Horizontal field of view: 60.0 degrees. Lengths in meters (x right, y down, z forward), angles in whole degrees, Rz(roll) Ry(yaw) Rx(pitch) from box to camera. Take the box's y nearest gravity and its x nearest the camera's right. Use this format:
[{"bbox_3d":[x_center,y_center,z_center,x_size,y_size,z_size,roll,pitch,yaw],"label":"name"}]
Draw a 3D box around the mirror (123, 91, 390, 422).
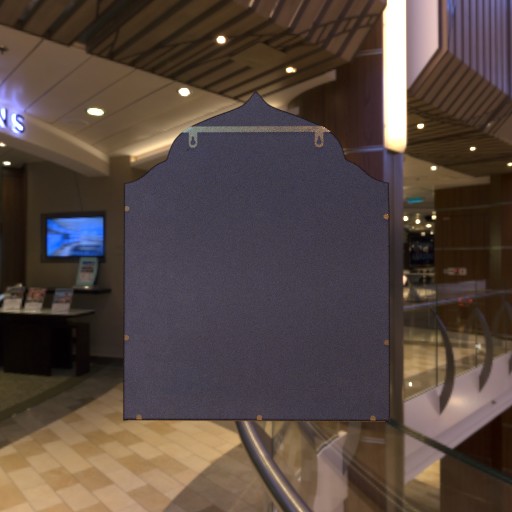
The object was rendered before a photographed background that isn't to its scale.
[{"bbox_3d":[0.000,0.000,0.858,0.513,0.635,0.018,0,-1,1],"label":"mirror"}]
